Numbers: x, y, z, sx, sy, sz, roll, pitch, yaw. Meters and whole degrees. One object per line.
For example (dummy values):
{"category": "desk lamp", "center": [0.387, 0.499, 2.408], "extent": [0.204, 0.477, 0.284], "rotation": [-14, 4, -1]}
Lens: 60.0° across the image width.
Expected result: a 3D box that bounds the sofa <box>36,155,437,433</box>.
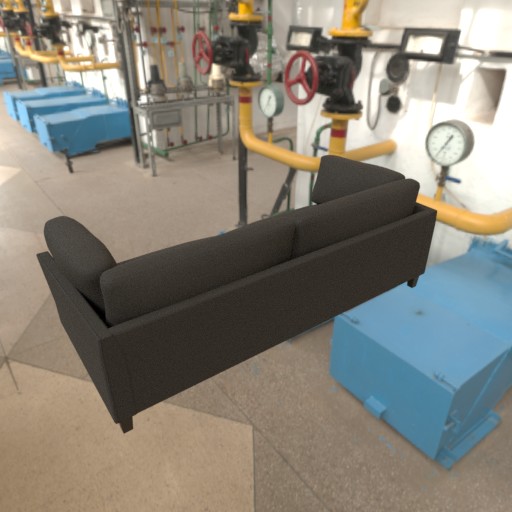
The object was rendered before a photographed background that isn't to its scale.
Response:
{"category": "sofa", "center": [0.000, 0.000, 2.773], "extent": [2.312, 0.792, 0.969], "rotation": [-19, 35, -30]}
